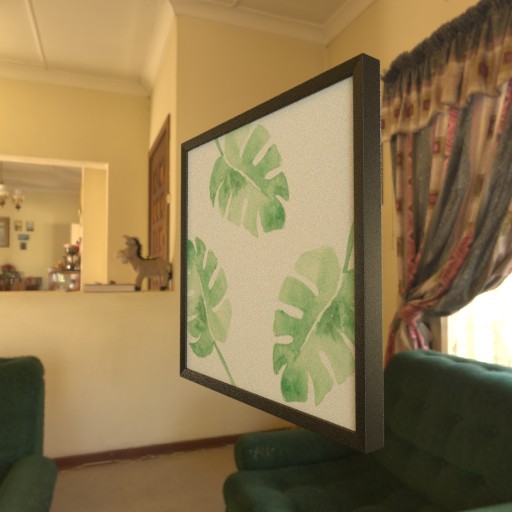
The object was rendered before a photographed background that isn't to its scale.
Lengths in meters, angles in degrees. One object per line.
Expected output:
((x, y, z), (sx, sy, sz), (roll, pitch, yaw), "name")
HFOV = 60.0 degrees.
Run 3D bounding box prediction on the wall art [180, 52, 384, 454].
((0.000, 0.000, 0.773), (0.036, 0.508, 0.508), (1, -2, -36), "wall art")
